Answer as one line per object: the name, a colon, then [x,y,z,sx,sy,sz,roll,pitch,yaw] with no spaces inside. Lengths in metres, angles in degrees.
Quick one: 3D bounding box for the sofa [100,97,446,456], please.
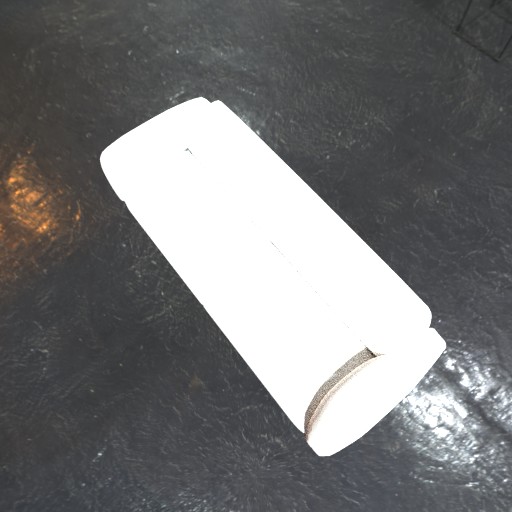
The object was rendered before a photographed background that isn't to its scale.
sofa: [0.000,0.000,2.722,0.870,0.780,2.280,-35,69,-16]
